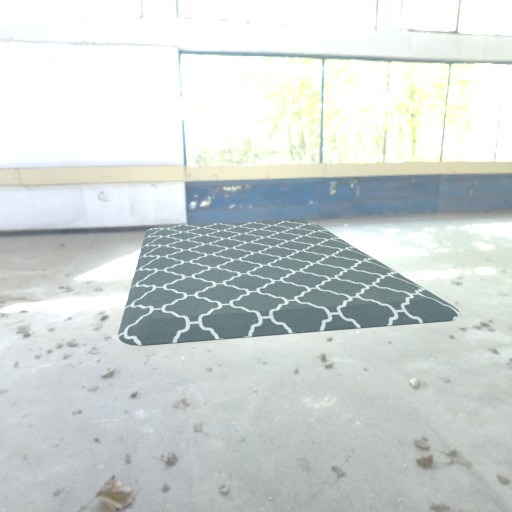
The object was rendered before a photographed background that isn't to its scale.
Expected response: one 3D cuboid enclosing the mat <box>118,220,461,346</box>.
[{"bbox_3d":[0.000,0.000,0.970,0.508,0.021,0.762,-3,15,-10],"label":"mat"}]
